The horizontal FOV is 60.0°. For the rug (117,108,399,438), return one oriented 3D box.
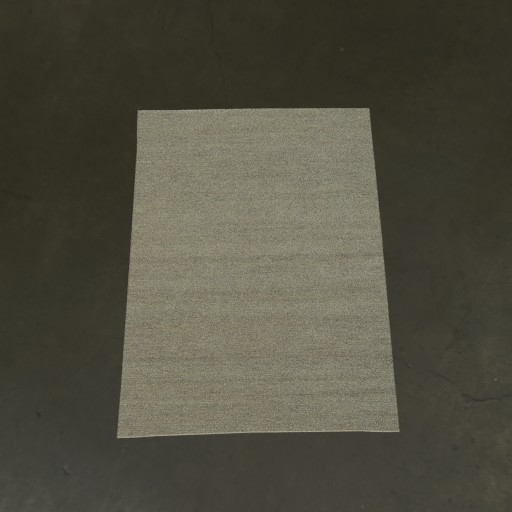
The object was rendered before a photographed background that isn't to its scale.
[{"bbox_3d":[0.000,0.000,4.782,2.757,0.051,3.626,-1,75,0],"label":"rug"}]
